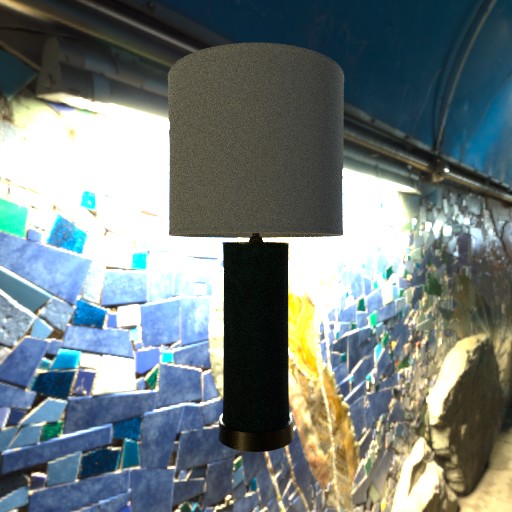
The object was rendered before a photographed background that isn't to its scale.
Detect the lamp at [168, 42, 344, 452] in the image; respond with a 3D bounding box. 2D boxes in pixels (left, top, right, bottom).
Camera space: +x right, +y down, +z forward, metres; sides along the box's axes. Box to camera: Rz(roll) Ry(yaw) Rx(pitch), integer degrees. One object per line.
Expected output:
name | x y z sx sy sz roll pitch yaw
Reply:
lamp | 0.000 0.000 0.775 0.301 0.630 0.301 -1 1 -36
